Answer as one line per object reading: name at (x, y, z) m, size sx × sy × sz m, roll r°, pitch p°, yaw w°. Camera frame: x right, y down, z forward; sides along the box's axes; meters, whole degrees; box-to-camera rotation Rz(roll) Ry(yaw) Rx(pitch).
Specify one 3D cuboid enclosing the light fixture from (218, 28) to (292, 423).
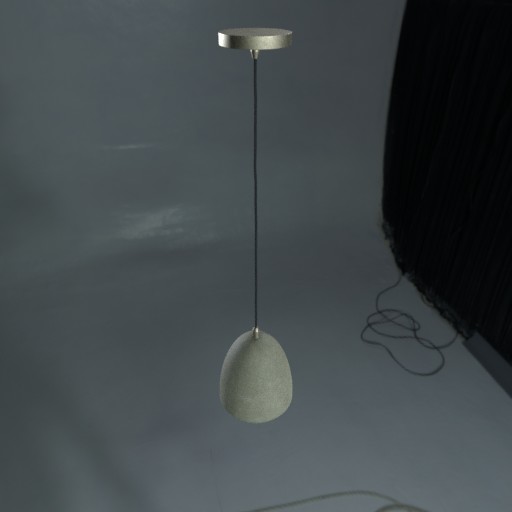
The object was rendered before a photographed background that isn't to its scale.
light fixture at (0.000, 0.000, 0.837) m, size 0.170 × 0.759 × 0.170 m, roll -10°, pitch 34°, yaw -15°
